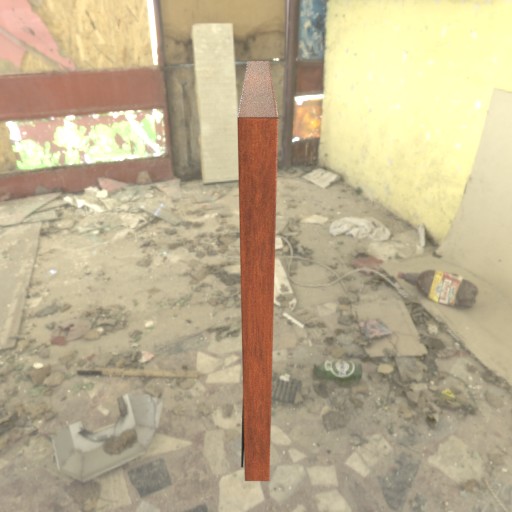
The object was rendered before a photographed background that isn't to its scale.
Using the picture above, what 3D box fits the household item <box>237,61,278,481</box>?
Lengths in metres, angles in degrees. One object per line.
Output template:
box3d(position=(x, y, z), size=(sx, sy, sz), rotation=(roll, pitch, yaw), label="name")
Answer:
box3d(position=(0.000, 0.000, 0.336), size=(0.020, 0.250, 0.200), rotation=(0, 30, 0), label="household item")
